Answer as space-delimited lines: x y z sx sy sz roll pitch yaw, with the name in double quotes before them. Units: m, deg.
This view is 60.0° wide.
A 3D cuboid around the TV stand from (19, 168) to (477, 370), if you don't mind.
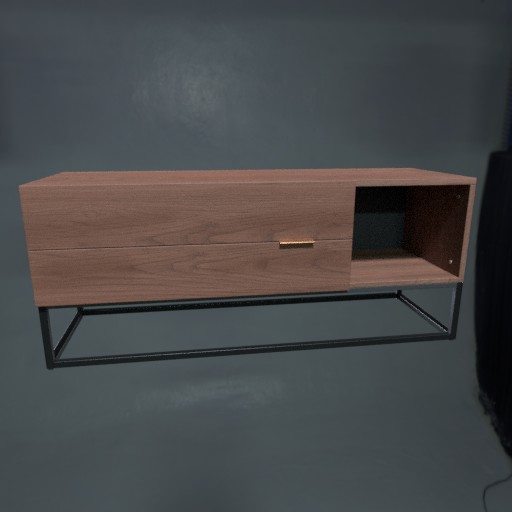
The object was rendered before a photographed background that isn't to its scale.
"TV stand" 0.000 0.000 1.389 1.200 0.500 0.415 -2 16 -8
